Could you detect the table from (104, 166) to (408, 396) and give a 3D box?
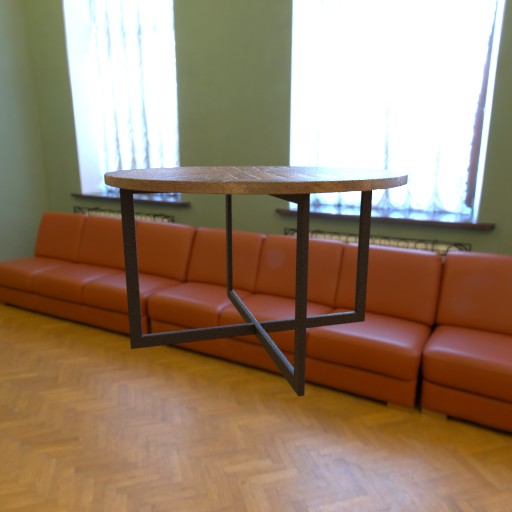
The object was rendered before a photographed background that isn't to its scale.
[{"bbox_3d":[0.000,0.000,2.029,1.264,0.762,1.264,0,14,0],"label":"table"}]
